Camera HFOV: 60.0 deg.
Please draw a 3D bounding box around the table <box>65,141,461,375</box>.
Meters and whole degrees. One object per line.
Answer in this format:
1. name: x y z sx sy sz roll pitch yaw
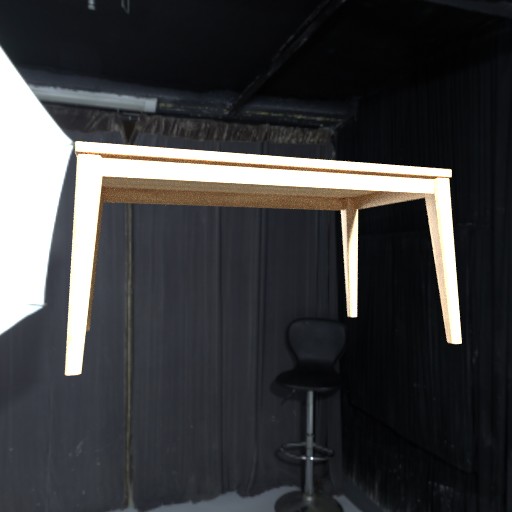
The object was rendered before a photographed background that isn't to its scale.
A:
1. table: 0.000 0.000 2.101 1.600 0.760 0.900 0 0 -19
